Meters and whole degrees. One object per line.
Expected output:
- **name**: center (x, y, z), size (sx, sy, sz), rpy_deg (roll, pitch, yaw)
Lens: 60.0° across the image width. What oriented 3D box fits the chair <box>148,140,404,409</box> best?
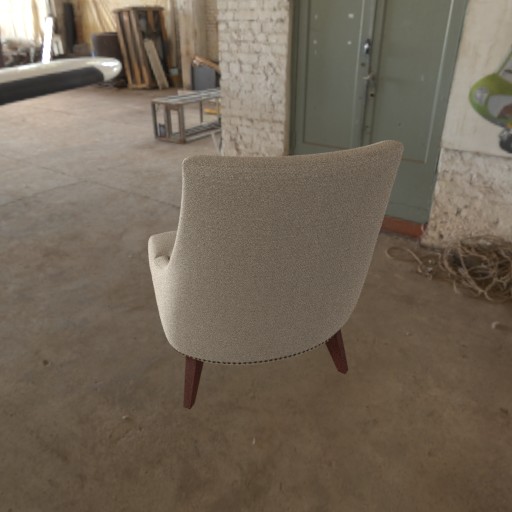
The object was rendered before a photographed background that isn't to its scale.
- **chair**: center (0.000, 0.000, 1.530), size (0.701, 0.909, 0.861), rpy_deg (-8, 29, -15)
